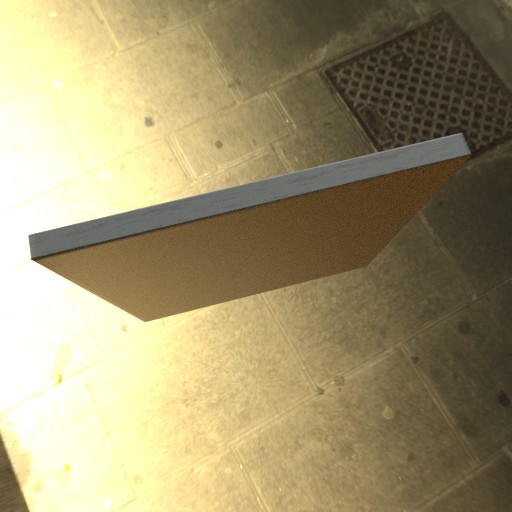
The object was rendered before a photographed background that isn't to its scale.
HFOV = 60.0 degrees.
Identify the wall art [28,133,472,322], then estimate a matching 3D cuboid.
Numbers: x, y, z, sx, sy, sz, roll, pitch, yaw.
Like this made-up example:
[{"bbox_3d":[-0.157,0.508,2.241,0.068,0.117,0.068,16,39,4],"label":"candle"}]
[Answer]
[{"bbox_3d":[0.000,0.000,1.877,1.287,1.288,0.078,-14,74,-4],"label":"wall art"}]
